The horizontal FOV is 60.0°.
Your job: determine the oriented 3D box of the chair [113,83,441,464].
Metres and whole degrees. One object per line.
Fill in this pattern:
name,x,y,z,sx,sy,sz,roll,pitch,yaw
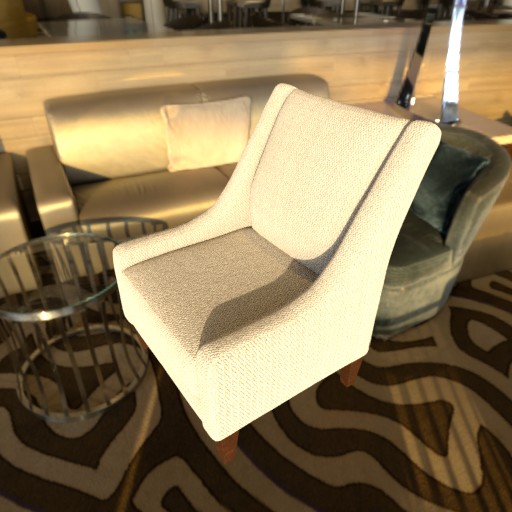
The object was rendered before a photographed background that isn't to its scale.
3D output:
chair,0.000,0.000,1.634,0.870,1.014,0.774,-21,38,-29
